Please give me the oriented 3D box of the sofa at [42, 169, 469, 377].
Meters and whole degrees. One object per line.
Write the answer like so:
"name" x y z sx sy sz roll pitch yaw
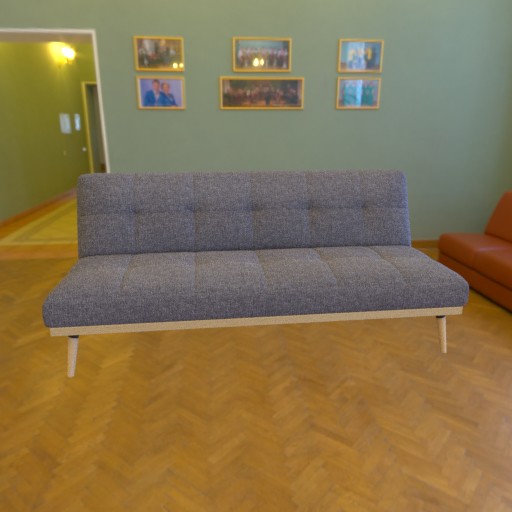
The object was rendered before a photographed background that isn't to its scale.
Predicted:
"sofa" 0.000 0.000 2.211 1.820 0.770 0.820 -2 17 -7
